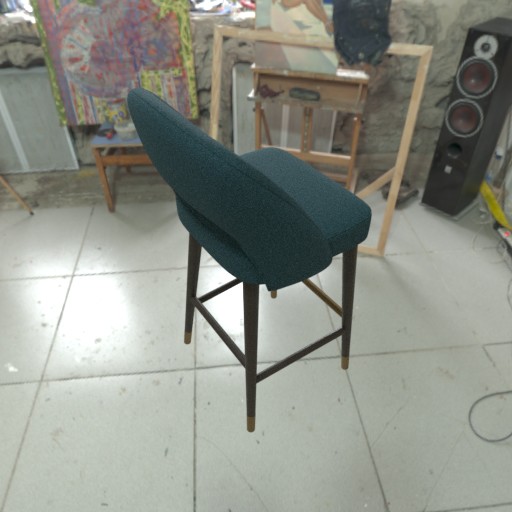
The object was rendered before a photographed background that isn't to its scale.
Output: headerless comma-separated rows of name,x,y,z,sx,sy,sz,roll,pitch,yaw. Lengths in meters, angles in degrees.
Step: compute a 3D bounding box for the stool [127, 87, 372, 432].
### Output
stool,0.000,0.000,1.328,0.522,1.032,0.536,-25,47,-26
